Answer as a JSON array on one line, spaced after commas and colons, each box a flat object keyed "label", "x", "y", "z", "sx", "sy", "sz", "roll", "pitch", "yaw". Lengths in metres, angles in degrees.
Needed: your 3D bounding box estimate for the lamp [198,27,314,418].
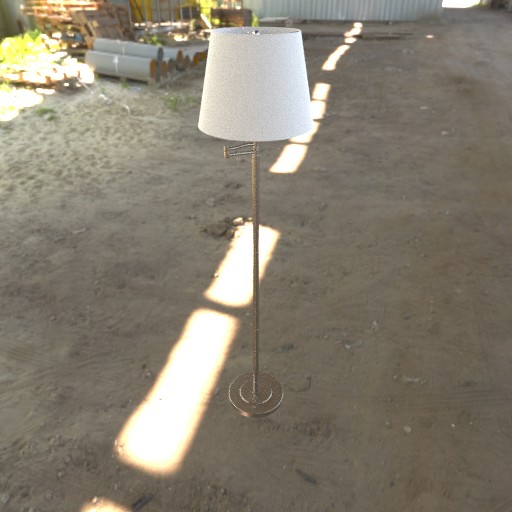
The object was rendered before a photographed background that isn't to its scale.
[{"label": "lamp", "x": 0.000, "y": 0.000, "z": 1.618, "sx": 0.355, "sy": 1.473, "sz": 0.355, "roll": 0, "pitch": 31, "yaw": 0}]
